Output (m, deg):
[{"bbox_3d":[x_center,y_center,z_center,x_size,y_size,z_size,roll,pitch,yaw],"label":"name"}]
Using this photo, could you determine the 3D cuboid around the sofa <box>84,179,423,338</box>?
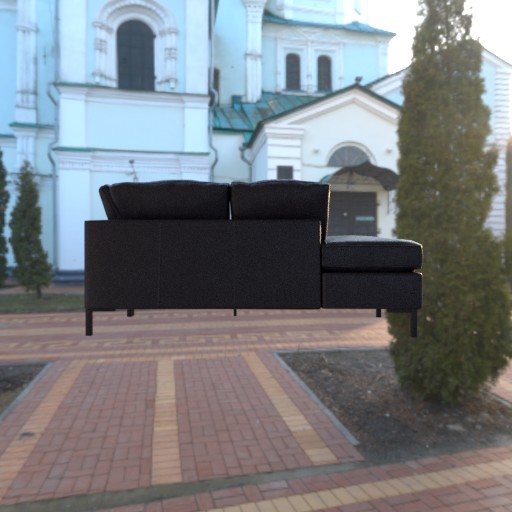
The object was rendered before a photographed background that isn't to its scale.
[{"bbox_3d":[0.000,0.000,3.949,1.939,0.900,2.956,0,0,1],"label":"sofa"}]
